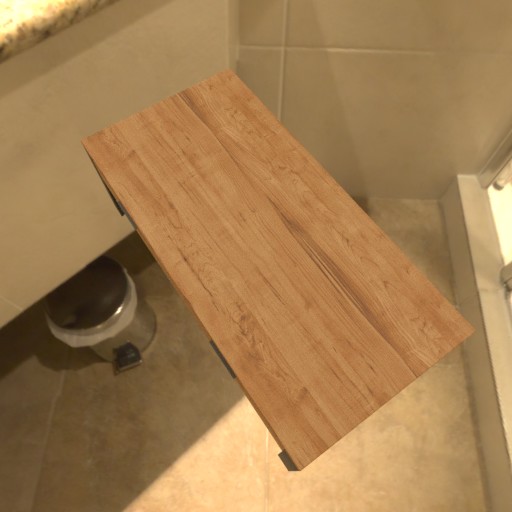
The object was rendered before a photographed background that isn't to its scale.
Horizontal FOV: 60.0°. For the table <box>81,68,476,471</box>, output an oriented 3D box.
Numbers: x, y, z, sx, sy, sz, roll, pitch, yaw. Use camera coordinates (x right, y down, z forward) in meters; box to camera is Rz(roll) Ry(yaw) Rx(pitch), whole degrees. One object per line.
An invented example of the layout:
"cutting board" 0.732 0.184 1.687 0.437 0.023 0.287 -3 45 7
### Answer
"table" 0.000 0.000 1.482 0.590 0.400 1.180 -32 68 -14
